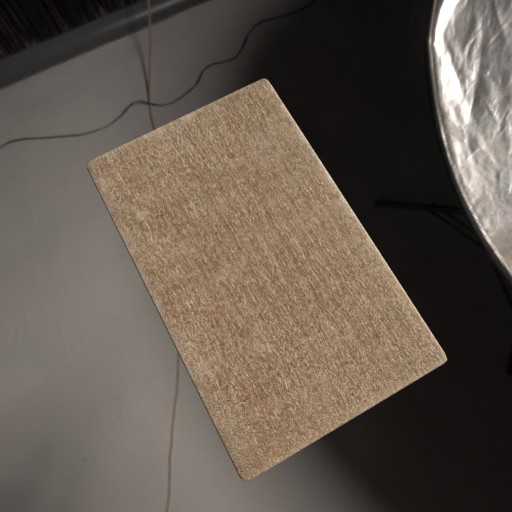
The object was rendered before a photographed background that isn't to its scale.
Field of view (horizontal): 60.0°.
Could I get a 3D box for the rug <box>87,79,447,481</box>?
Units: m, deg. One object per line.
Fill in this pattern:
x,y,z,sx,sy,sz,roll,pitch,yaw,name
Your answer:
0.000,0.000,3.096,1.539,0.024,2.469,-28,77,-7,rug
